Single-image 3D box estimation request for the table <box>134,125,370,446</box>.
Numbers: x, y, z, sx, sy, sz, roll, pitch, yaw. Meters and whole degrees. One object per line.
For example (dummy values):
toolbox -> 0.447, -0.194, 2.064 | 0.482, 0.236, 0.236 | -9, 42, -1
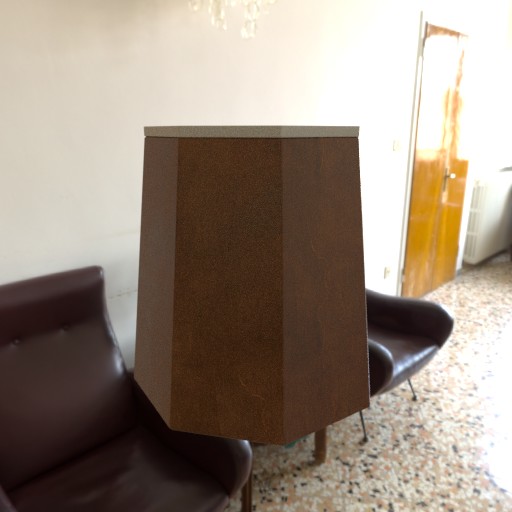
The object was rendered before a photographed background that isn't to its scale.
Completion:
table -> 0.000, 0.000, 0.815 | 0.439, 0.457, 0.439 | 3, 16, 10
